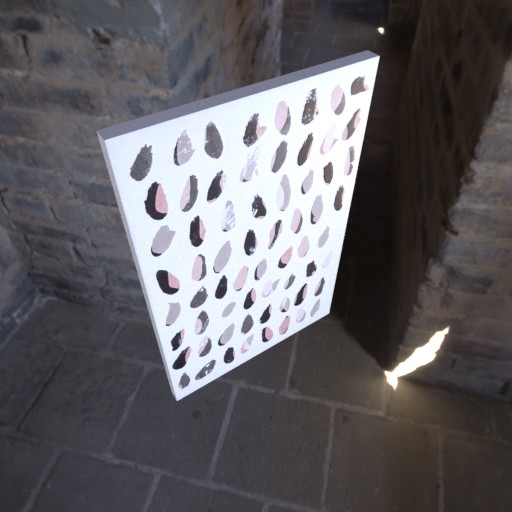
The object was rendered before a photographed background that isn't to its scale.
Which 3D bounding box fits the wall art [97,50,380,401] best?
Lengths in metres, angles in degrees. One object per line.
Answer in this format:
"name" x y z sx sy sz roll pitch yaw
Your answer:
"wall art" 0.000 0.000 0.776 0.405 0.608 0.025 -25 51 -22
